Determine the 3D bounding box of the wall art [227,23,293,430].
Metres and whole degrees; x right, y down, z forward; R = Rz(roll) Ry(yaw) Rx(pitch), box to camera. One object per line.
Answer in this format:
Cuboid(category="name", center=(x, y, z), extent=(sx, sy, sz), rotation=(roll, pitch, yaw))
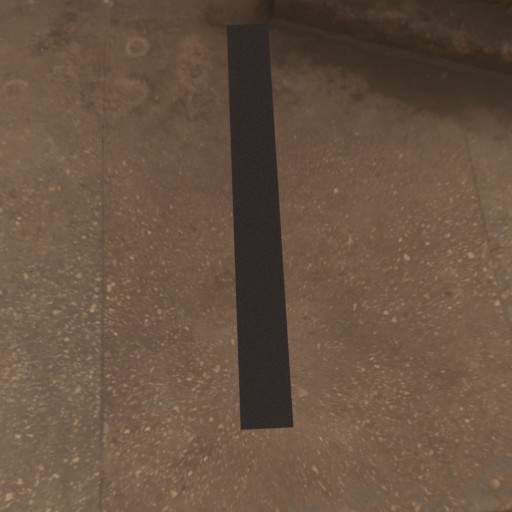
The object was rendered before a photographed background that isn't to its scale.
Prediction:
Cuboid(category="wall art", center=(0.000, 0.000, 0.464), extent=(0.033, 0.304, 0.305), rotation=(-3, 75, -1))
